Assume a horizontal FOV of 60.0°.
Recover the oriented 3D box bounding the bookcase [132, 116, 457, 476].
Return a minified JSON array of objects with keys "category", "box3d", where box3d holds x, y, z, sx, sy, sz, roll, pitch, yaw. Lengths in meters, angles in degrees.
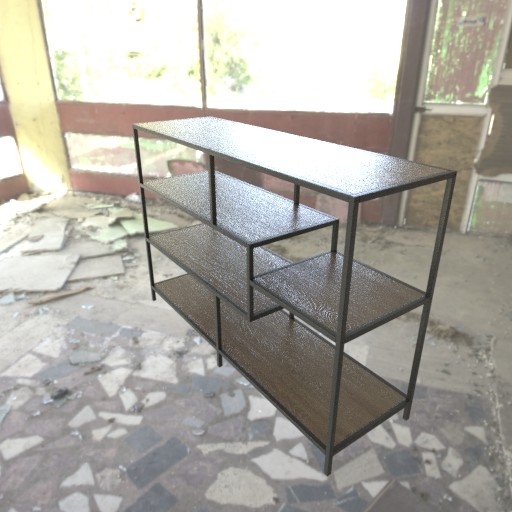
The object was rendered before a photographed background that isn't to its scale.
[{"category":"bookcase","box3d":[0.000,0.000,1.535,0.350,0.780,1.140,-17,30,-32]}]
